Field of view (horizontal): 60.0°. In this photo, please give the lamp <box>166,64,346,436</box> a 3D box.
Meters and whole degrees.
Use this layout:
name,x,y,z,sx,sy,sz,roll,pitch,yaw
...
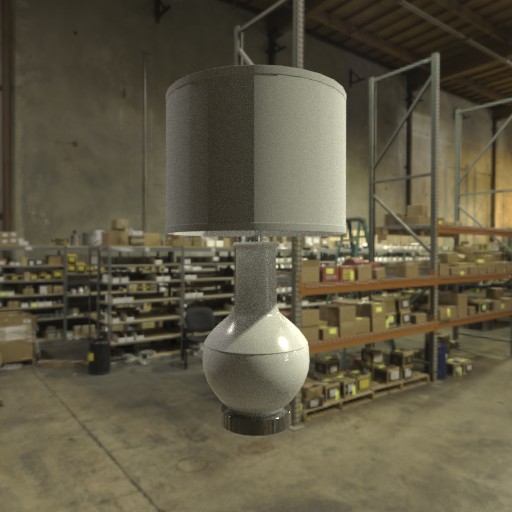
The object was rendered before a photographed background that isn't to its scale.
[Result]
name,x,y,z,sx,sy,sz,roll,pitch,yaw
lamp,0.000,0.000,0.895,0.357,0.673,0.357,-1,1,-38
